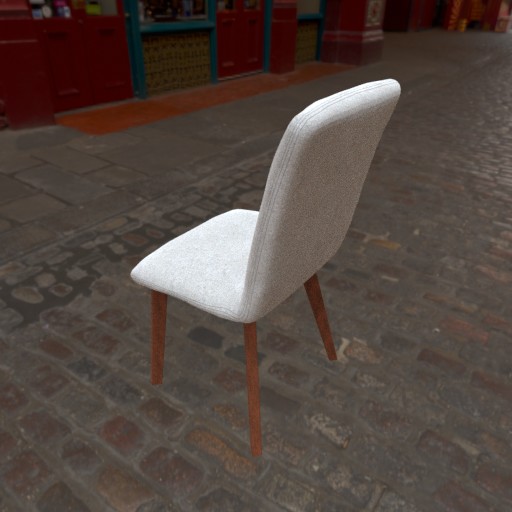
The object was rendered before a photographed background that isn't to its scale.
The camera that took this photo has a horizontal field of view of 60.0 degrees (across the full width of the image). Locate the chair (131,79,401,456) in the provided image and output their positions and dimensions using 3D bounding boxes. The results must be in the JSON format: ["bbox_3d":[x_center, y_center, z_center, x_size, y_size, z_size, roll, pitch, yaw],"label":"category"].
[{"bbox_3d":[0.000,0.000,1.295,0.563,0.974,0.522,21,37,30],"label":"chair"}]
